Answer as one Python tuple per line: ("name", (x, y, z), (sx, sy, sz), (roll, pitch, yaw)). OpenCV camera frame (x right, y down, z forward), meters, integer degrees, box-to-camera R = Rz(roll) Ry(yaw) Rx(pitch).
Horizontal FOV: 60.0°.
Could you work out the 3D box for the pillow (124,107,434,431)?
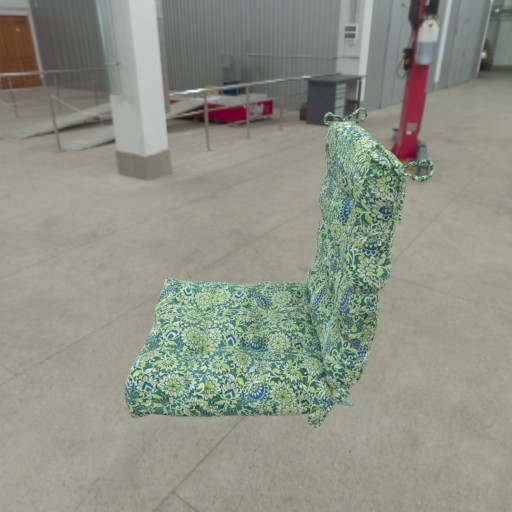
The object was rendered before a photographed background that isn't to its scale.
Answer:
("pillow", (0.000, 0.000, 1.035), (0.571, 0.605, 0.519), (0, 26, 0))
